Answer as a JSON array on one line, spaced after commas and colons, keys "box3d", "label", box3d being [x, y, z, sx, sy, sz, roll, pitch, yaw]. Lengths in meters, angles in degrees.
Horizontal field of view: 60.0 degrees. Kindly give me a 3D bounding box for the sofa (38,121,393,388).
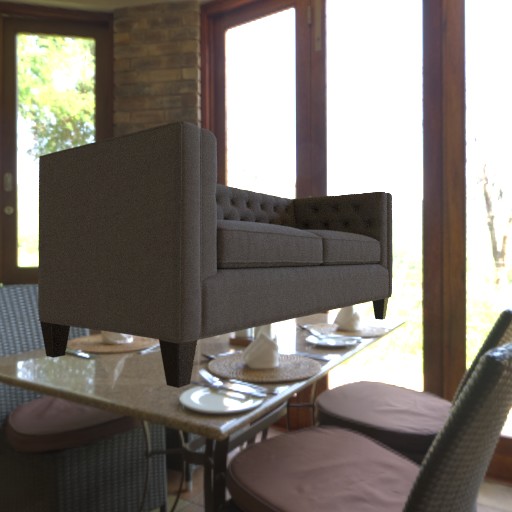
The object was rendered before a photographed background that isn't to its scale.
[{"box3d": [0.000, 0.000, 2.173, 0.775, 0.762, 1.778, 0, 0, 36], "label": "sofa"}]
